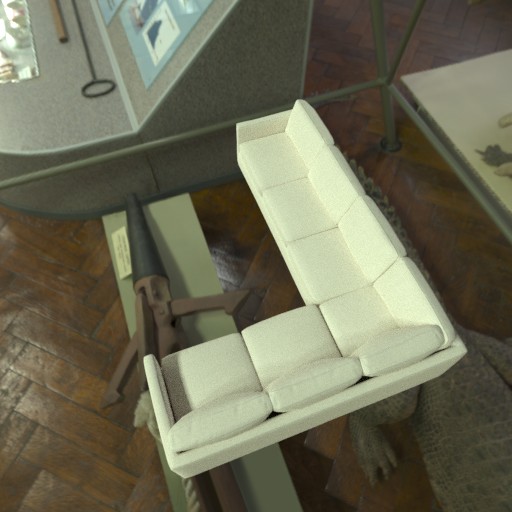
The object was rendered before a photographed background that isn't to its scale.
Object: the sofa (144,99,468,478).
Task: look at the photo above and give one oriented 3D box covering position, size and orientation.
[{"bbox_3d":[0.000,0.000,4.437,2.593,0.947,3.302,-18,60,-11],"label":"sofa"}]
